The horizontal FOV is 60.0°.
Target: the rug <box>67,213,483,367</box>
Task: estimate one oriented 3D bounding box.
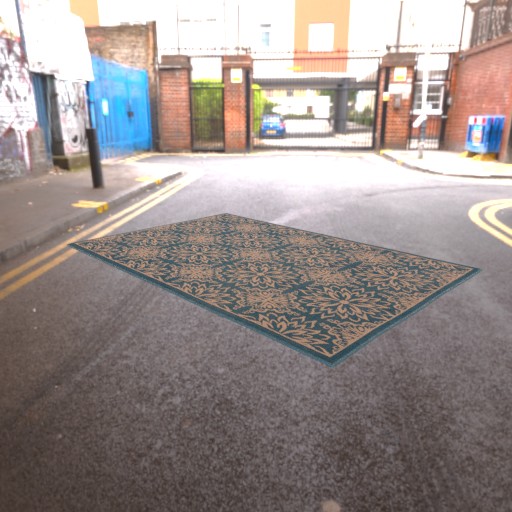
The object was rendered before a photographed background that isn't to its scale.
[{"bbox_3d":[0.000,0.000,2.310,1.833,0.012,1.211,17,24,42],"label":"rug"}]
